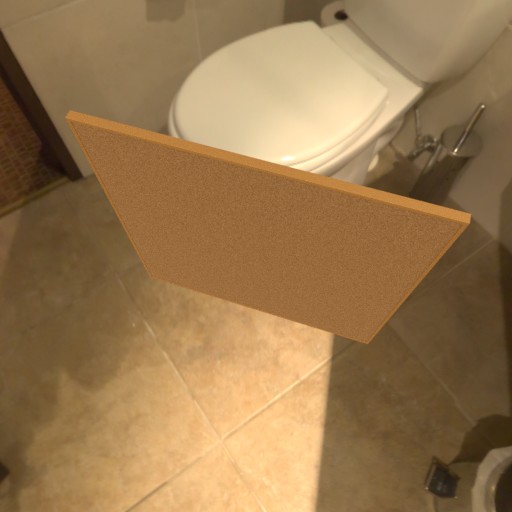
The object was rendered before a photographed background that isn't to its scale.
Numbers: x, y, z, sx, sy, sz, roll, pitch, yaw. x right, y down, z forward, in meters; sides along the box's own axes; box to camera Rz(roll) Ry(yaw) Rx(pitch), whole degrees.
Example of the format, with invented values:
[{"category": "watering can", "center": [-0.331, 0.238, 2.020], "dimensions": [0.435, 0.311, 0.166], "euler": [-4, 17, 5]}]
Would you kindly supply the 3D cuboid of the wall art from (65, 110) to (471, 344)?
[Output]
[{"category": "wall art", "center": [0.000, 0.000, 0.684], "dimensions": [0.457, 0.455, 0.013], "euler": [16, 65, 8]}]
